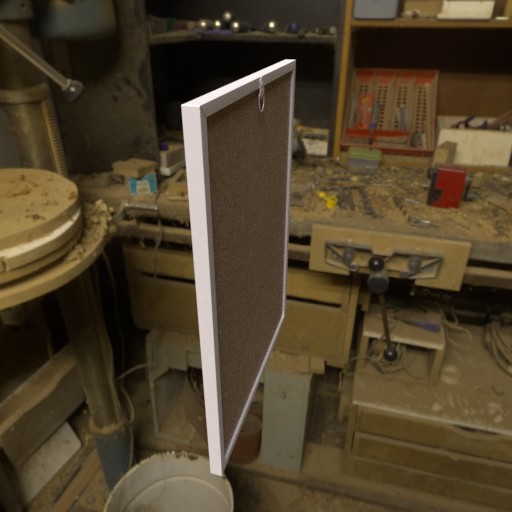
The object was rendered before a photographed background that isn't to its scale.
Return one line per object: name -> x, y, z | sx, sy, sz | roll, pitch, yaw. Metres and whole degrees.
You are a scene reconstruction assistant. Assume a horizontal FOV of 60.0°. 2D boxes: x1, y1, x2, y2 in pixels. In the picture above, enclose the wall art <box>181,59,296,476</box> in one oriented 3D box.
wall art -> 0.000, 0.000, 1.390 | 0.042, 1.056, 0.805 | 8, 31, 15
